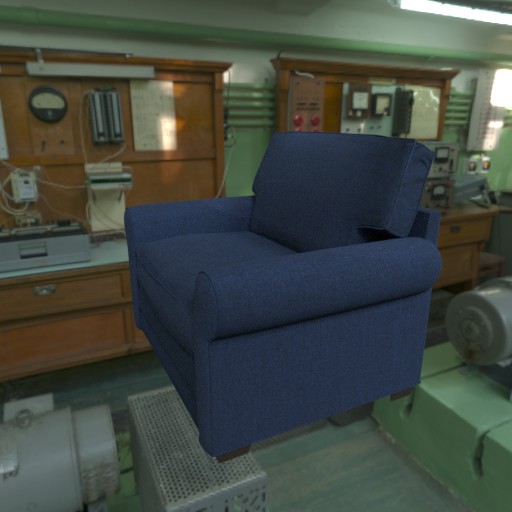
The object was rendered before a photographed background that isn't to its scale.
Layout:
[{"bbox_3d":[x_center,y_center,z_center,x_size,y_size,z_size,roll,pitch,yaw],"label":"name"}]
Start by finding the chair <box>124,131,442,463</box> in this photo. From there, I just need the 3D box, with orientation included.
[{"bbox_3d":[0.000,0.000,1.958,0.963,1.044,1.285,-8,19,-26],"label":"chair"}]
